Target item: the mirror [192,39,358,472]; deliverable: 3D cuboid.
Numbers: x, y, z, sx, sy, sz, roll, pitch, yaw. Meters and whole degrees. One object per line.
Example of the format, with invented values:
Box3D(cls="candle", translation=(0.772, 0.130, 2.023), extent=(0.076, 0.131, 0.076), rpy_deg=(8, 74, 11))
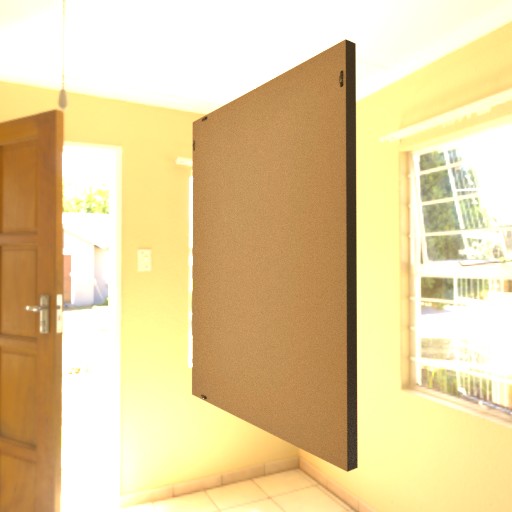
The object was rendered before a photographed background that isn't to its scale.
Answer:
Box3D(cls="mirror", translation=(0.000, 0.000, 1.356), extent=(0.041, 1.016, 0.762), rpy_deg=(1, -1, -36))
